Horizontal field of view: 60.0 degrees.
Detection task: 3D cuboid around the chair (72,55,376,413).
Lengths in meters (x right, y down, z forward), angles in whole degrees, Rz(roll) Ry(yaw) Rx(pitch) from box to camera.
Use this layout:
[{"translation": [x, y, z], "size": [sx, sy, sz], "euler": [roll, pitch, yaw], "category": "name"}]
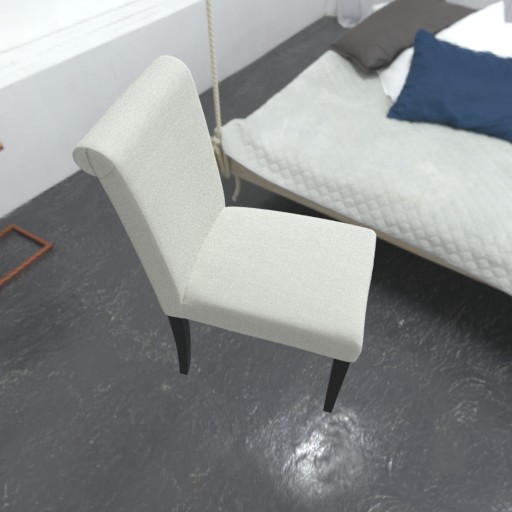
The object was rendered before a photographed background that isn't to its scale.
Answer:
[{"translation": [0.000, 0.000, 1.365], "size": [0.708, 0.976, 0.452], "euler": [11, 49, 10], "category": "chair"}]
